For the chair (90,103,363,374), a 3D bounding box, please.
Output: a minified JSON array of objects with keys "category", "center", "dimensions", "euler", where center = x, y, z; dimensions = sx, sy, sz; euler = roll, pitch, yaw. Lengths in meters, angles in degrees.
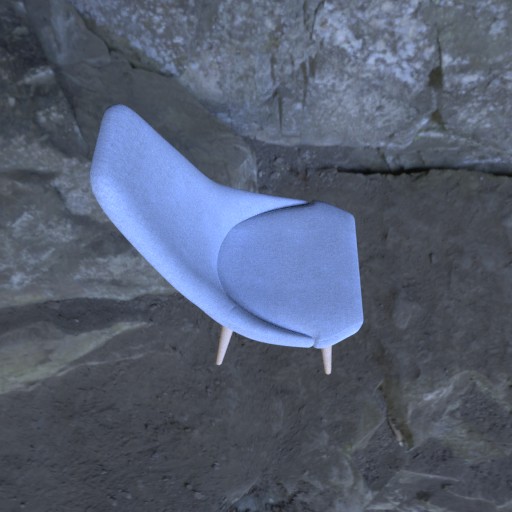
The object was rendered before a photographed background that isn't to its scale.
[{"category":"chair","center":[0.000,0.000,1.367],"dimensions":[0.660,1.040,0.510],"euler":[1,63,1]}]
